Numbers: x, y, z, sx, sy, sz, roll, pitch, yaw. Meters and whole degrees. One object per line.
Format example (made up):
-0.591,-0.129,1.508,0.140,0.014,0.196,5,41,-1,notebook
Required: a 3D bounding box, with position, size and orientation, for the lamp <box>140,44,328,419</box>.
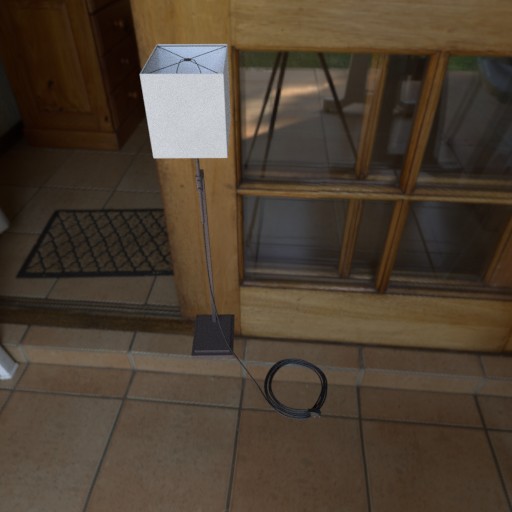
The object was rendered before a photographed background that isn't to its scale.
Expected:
0.000,0.000,1.997,0.774,1.600,0.698,0,40,0,lamp
